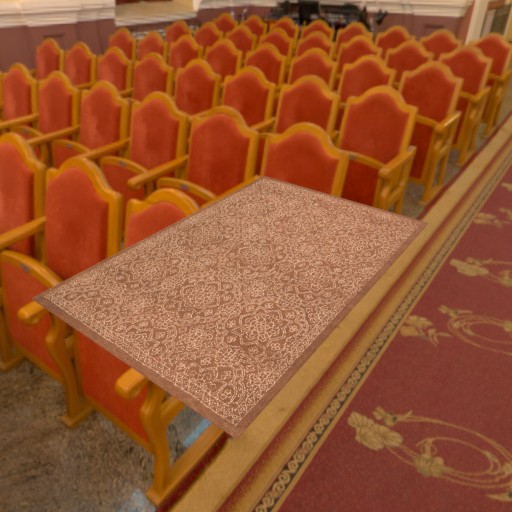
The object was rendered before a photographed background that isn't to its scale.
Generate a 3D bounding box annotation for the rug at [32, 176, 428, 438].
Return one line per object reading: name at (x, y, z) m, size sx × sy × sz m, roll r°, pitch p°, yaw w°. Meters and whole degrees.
rug at (0.000, 0.000, 2.940) m, size 1.524 × 0.011 × 2.286 m, roll 22°, pitch 39°, yaw 30°
